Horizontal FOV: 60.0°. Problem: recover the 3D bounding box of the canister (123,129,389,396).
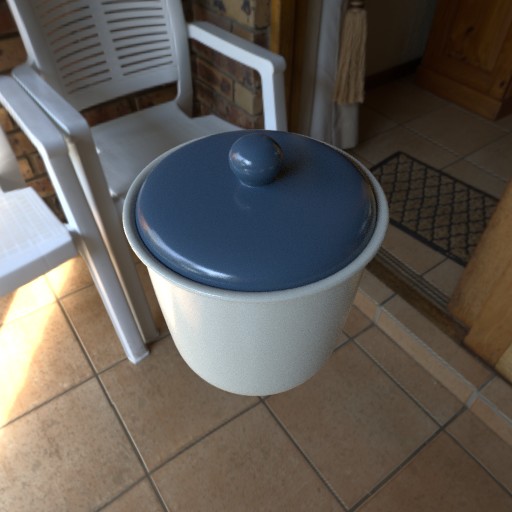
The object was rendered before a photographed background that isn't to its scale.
[{"bbox_3d":[0.000,0.000,0.350,0.182,0.208,0.182,0,46,0],"label":"canister"}]
